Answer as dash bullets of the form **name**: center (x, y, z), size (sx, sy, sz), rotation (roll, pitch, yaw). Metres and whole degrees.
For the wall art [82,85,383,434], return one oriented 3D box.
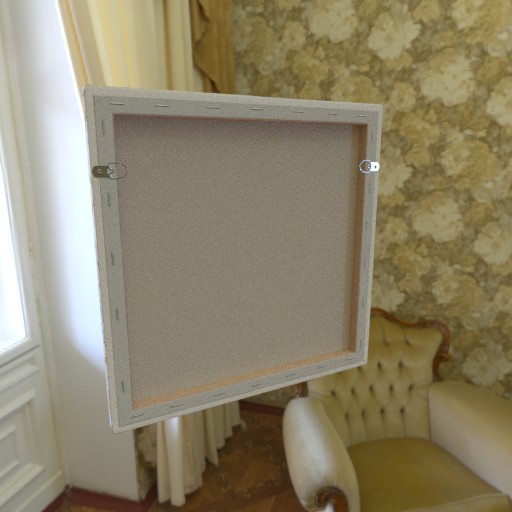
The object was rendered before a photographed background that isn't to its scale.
- **wall art**: center (0.000, 0.000, 1.342), size (0.912, 0.914, 0.039), rotation (-7, 15, -27)
